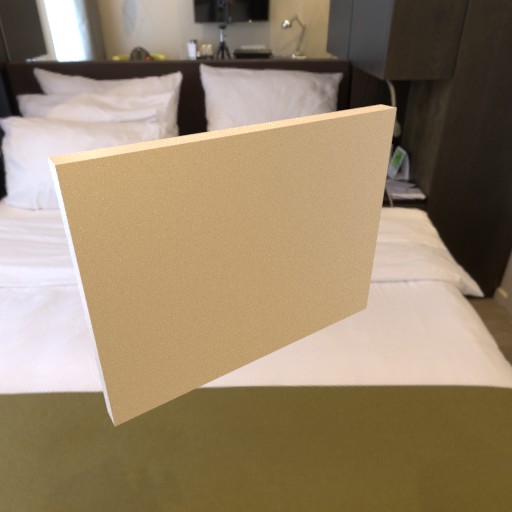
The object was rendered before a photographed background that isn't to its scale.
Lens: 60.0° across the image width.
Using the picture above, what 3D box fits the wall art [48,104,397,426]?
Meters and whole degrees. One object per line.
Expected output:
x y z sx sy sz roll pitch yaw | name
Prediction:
0.000 0.000 1.403 1.056 0.801 0.066 -18 34 -29 | wall art
